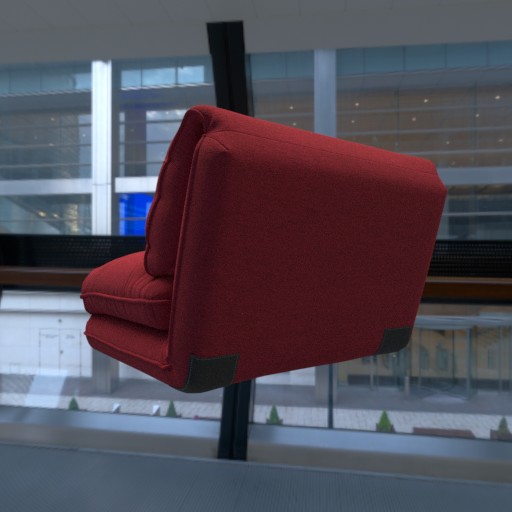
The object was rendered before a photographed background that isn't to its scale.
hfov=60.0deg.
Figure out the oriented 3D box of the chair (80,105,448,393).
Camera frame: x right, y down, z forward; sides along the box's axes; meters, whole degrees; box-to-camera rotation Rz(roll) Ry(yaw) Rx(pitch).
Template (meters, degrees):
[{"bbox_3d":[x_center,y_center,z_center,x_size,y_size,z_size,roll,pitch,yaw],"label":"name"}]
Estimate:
[{"bbox_3d":[0.000,0.000,1.306,0.820,0.580,0.780,0,-1,-38],"label":"chair"}]
